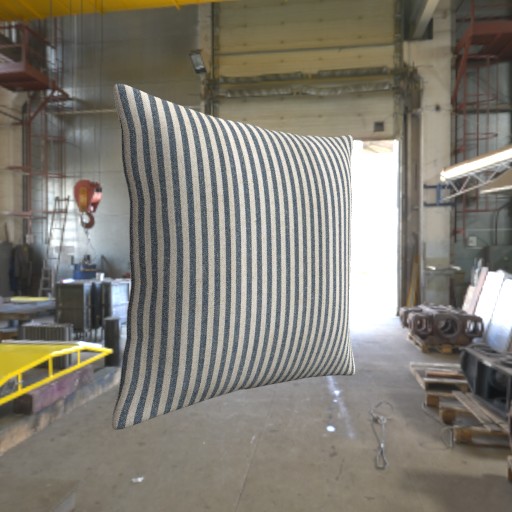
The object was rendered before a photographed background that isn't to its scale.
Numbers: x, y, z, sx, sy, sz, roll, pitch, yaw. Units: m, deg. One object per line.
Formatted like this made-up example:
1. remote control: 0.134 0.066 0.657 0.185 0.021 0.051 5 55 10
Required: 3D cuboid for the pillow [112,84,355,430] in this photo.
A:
1. pillow: 0.000 0.000 0.796 0.523 0.510 0.166 -1 1 -37
